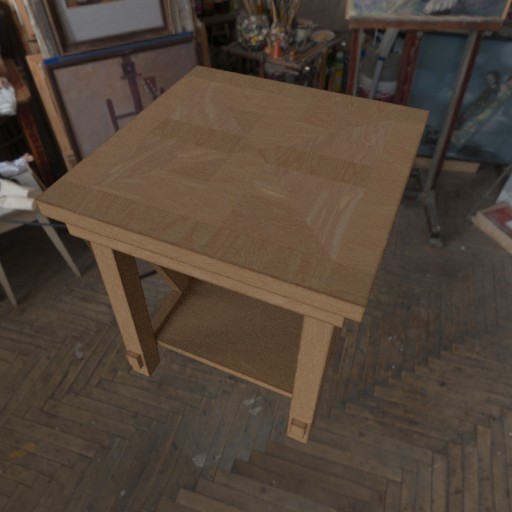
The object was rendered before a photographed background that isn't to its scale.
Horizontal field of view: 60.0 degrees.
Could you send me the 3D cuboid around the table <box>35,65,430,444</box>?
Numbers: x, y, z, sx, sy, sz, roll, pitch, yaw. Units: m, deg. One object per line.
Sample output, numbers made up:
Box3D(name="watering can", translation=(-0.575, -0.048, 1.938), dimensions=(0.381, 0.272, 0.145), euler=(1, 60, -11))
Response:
Box3D(name="table", translation=(0.000, 0.000, 1.144), dimensions=(0.610, 0.638, 0.612), euler=(18, 49, 16))
